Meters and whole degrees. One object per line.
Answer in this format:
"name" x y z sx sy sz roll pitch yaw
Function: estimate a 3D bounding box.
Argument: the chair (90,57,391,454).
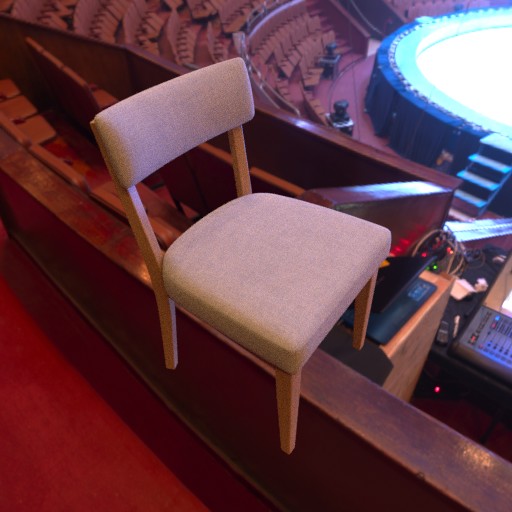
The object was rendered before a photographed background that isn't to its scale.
"chair" 0.000 0.000 1.191 0.572 0.832 0.508 25 46 27
